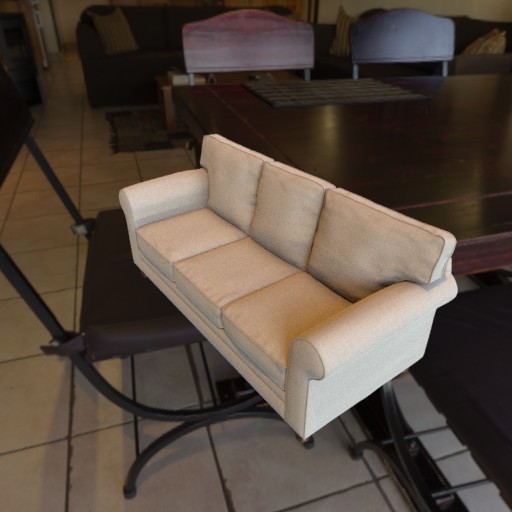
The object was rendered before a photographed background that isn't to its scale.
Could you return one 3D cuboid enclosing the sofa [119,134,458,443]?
[{"bbox_3d":[0.000,0.000,2.690,0.916,0.961,2.084,-21,37,-31],"label":"sofa"}]
